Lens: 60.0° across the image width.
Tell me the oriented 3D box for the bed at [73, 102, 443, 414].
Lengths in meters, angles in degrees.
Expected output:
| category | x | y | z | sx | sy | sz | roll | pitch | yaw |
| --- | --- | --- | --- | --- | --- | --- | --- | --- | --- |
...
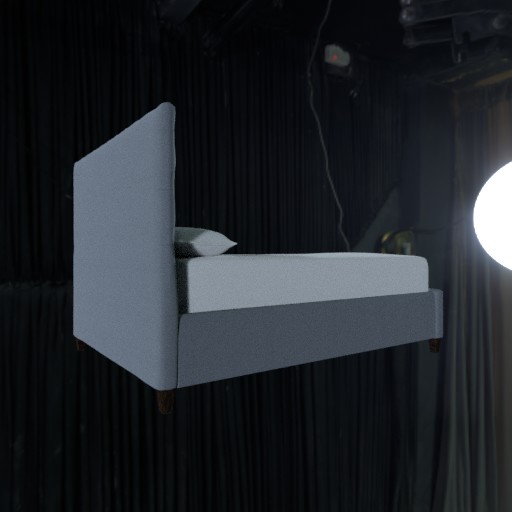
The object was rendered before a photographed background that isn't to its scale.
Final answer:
| category | x | y | z | sx | sy | sz | roll | pitch | yaw |
| --- | --- | --- | --- | --- | --- | --- | --- | --- | --- |
| bed | 0.000 | 0.000 | 3.315 | 2.231 | 1.427 | 1.698 | 0 | 1 | -35 |
